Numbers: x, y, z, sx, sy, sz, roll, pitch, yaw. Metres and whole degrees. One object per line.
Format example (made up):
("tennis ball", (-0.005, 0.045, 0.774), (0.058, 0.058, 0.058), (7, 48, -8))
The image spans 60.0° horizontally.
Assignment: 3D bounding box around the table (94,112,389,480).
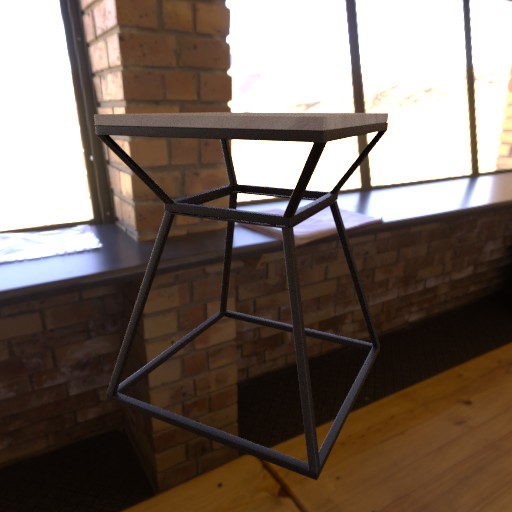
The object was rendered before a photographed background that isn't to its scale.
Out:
("table", (0.000, 0.000, 0.914), (0.455, 0.559, 0.455), (9, 21, 26))
